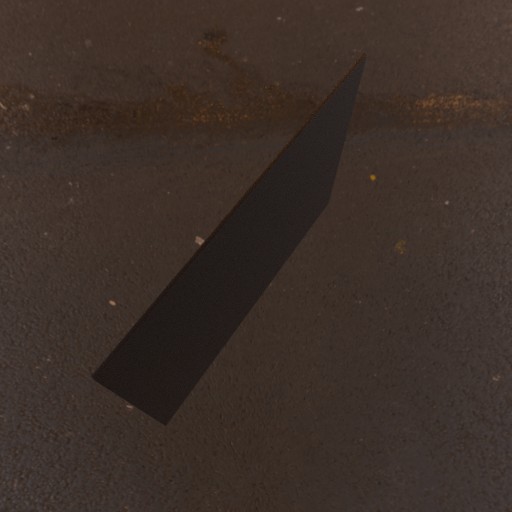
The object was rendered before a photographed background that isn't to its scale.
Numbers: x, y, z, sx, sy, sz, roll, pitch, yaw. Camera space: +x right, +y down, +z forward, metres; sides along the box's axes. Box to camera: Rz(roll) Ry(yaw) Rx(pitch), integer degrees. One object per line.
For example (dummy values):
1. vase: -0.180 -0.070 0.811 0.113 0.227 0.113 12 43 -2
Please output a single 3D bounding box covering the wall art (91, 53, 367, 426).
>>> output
1. wall art: 0.000 0.000 1.495 0.013 0.811 1.192 31 67 15
